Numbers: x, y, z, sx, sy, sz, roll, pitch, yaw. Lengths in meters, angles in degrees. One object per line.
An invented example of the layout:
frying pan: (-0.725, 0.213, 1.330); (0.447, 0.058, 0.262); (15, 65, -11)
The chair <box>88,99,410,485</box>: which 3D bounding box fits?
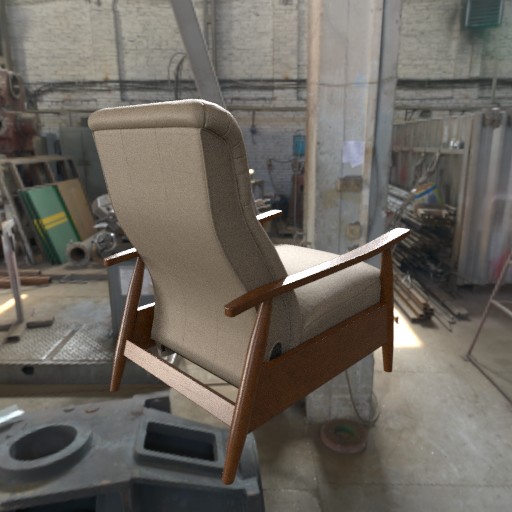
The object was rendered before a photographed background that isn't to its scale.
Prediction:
chair: (0.000, 0.000, 1.738); (1.032, 1.082, 0.762); (-14, 20, -43)
